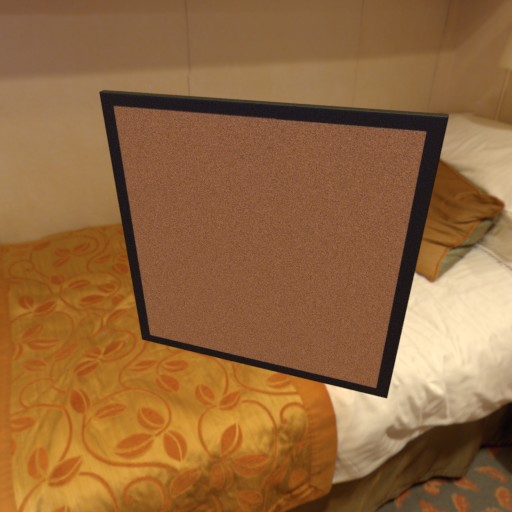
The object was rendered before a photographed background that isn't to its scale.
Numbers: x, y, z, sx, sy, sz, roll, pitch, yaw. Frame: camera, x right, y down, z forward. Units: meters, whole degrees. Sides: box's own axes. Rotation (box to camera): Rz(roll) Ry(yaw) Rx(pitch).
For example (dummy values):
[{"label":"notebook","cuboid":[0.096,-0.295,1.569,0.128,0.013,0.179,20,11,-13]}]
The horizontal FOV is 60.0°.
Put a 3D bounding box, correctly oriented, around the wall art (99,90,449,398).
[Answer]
[{"label":"wall art","cuboid":[0.000,0.000,0.979,0.663,0.659,0.016,10,32,16]}]
